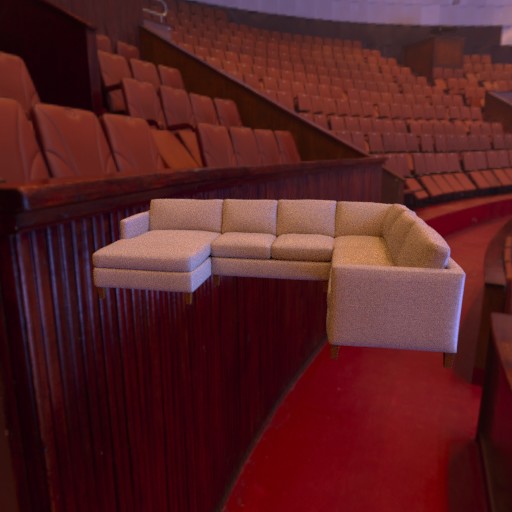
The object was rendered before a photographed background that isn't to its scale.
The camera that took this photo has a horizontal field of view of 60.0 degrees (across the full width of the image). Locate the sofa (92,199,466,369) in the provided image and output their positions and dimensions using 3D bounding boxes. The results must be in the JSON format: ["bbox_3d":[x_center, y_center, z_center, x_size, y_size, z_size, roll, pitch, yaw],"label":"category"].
[{"bbox_3d":[0.000,0.000,4.630,3.460,0.961,2.594,3,14,10],"label":"sofa"}]
